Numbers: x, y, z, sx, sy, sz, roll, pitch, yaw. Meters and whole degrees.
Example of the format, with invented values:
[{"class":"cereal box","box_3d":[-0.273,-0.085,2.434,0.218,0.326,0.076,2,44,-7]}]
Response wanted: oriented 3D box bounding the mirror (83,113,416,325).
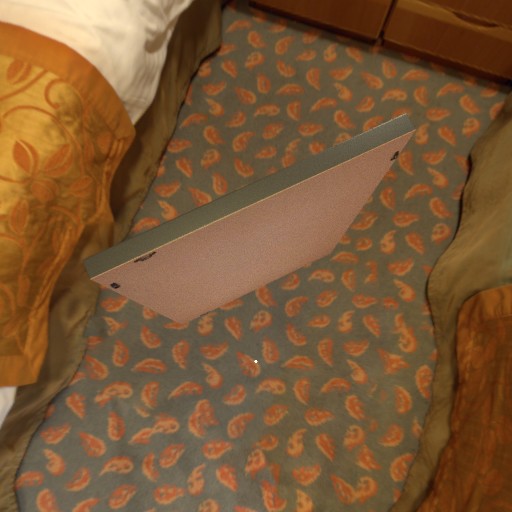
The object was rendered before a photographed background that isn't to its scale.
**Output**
[{"class":"mirror","box_3d":[0.000,0.000,1.192,0.609,0.915,0.040,-25,78,-6]}]
